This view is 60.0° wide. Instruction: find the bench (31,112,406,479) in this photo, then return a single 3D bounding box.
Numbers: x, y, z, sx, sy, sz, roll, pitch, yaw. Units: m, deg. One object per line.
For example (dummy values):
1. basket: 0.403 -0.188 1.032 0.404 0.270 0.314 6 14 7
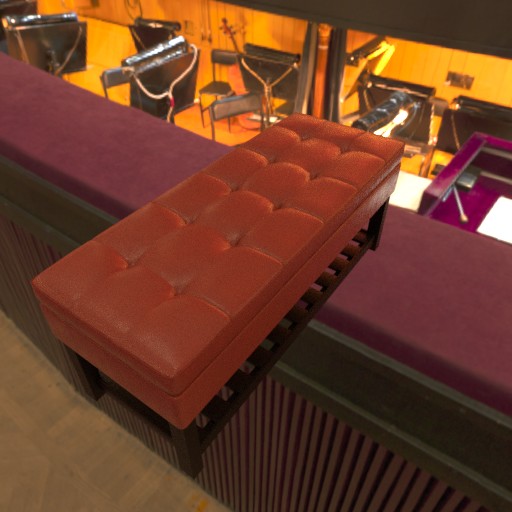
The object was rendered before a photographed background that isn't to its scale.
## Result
1. bench: 0.000 0.000 1.330 0.432 0.460 1.105 25 47 26
